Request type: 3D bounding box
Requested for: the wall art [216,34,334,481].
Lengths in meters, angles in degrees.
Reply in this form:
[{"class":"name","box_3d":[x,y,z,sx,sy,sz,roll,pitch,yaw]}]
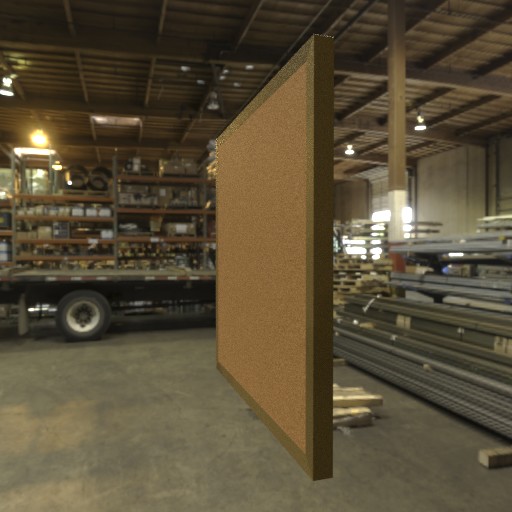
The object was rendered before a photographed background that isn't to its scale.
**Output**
[{"class":"wall art","box_3d":[0.000,0.000,1.124,0.038,0.762,0.762,0,1,-18]}]
